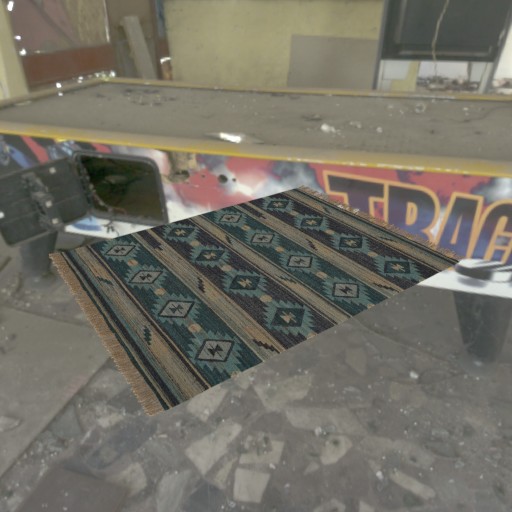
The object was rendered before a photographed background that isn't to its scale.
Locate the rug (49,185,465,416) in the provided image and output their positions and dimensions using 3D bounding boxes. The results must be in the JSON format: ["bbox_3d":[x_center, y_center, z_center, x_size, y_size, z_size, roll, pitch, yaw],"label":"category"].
[{"bbox_3d":[0.000,0.000,4.310,3.307,0.047,2.418,-19,35,-30],"label":"rug"}]
